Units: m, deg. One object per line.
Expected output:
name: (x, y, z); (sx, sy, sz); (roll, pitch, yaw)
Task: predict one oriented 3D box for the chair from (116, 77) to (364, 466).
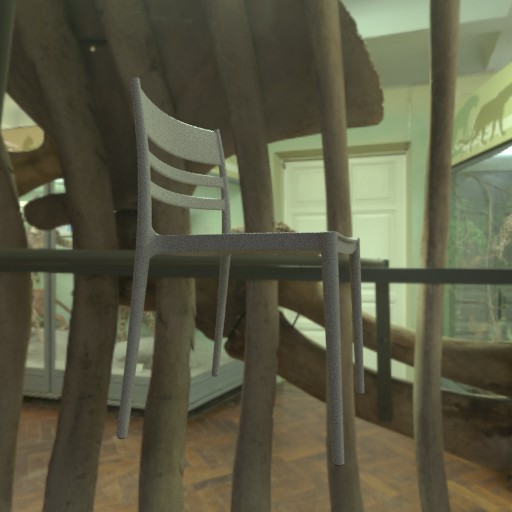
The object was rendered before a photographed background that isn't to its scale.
chair: (0.000, 0.000, 1.146); (0.511, 0.800, 0.531); (0, 1, 19)
